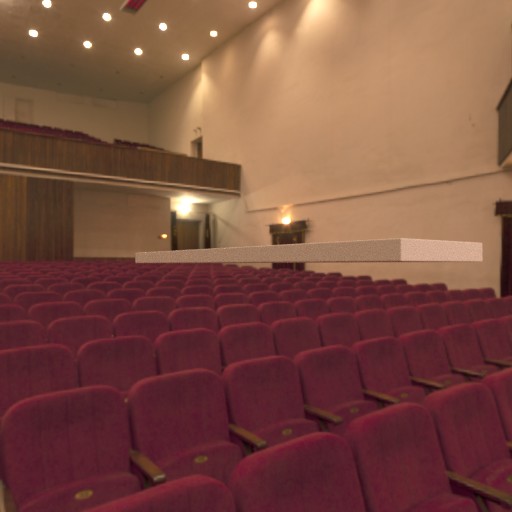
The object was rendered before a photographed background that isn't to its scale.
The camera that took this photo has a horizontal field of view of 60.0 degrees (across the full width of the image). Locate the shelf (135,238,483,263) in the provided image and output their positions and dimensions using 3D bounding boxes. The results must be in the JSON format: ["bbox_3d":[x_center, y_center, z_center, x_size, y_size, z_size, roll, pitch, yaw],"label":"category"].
[{"bbox_3d":[0.000,0.000,0.667,0.140,0.020,0.610,1,-1,-36],"label":"shelf"}]
